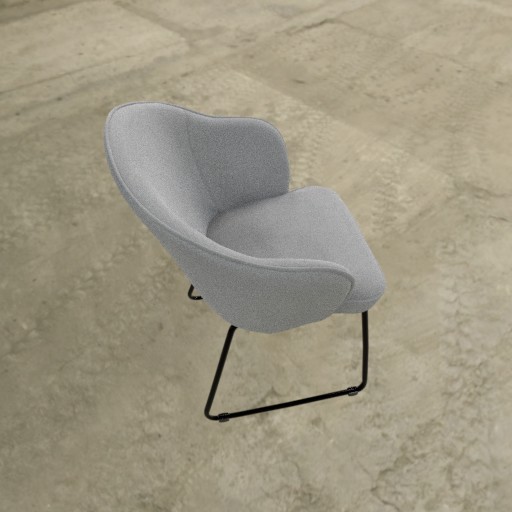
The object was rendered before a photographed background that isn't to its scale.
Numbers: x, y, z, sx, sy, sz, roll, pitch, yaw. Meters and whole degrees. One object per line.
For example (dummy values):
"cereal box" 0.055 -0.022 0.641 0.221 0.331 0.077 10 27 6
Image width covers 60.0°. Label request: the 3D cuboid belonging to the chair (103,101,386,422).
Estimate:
"chair" 0.000 0.000 1.169 0.592 0.817 0.570 -10 47 -9
